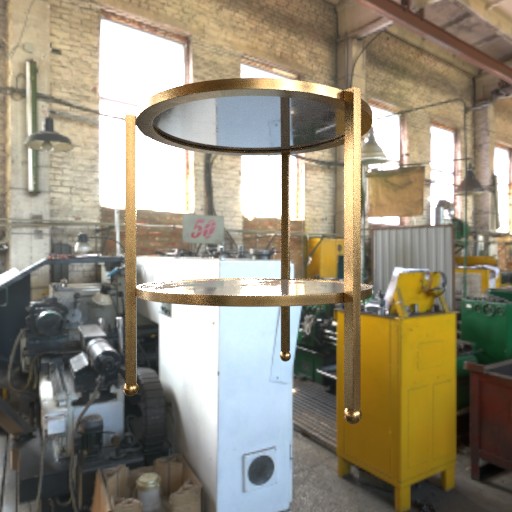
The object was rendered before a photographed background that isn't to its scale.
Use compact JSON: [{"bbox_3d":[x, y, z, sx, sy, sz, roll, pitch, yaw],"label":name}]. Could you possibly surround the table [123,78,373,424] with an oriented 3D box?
[{"bbox_3d":[0.000,0.000,0.454,0.231,0.269,0.243,0,0,19],"label":"table"}]
